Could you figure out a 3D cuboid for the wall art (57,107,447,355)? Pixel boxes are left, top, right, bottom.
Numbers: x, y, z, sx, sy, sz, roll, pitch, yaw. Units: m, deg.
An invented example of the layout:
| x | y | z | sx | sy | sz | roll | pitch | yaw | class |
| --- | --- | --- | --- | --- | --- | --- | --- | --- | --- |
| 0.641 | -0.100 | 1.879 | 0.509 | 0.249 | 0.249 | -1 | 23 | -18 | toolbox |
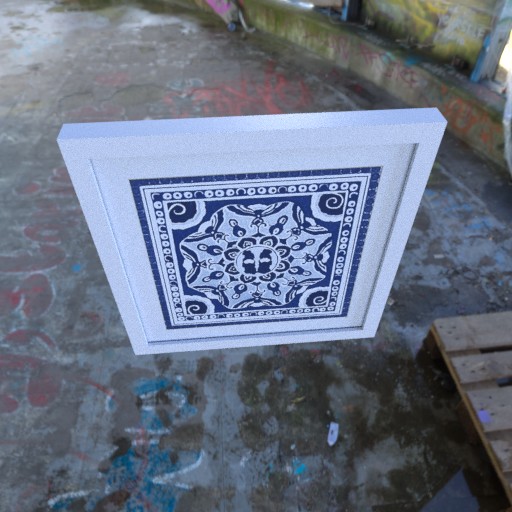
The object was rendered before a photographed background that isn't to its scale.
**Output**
| x | y | z | sx | sy | sz | roll | pitch | yaw | class |
| --- | --- | --- | --- | --- | --- | --- | --- | --- | --- |
| 0.000 | 0.000 | 0.538 | 0.355 | 0.355 | 0.027 | -4 | 46 | -3 | wall art |
